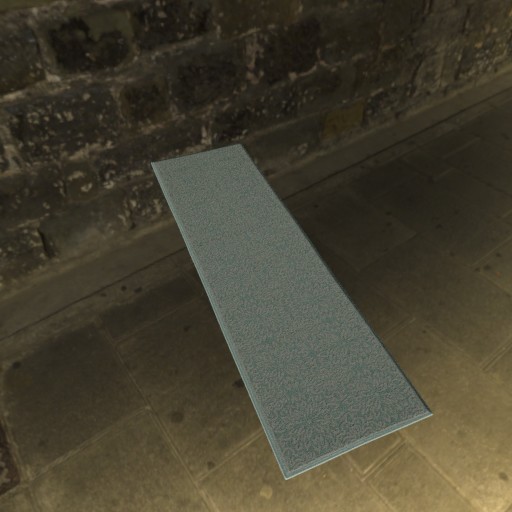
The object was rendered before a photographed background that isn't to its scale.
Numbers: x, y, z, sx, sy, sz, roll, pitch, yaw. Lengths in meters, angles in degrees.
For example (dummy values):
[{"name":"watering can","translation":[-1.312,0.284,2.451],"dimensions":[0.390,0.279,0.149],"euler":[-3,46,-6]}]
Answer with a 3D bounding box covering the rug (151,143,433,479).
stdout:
[{"name":"rug","translation":[0.000,0.000,2.418],"dimensions":[0.662,0.011,2.196],"euler":[-16,48,-15]}]
